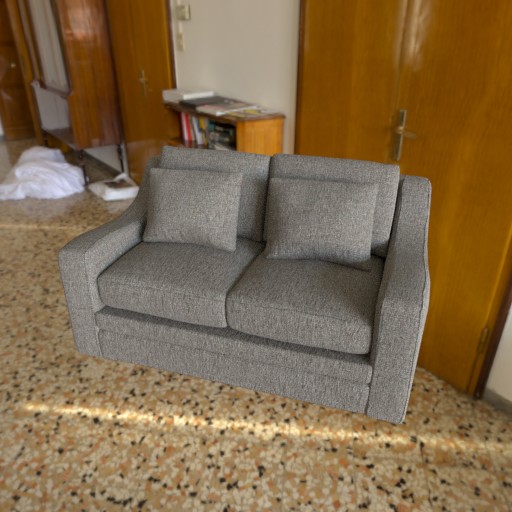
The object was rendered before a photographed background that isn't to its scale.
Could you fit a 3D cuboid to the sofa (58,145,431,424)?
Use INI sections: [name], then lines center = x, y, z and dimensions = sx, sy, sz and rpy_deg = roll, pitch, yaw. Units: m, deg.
[sofa]
center = 0.000, 0.000, 2.443
dimensions = 1.778, 0.991, 1.120
rpy_deg = 8, 28, 15
